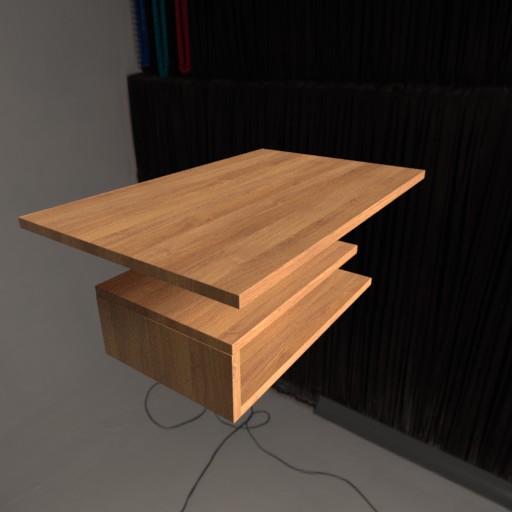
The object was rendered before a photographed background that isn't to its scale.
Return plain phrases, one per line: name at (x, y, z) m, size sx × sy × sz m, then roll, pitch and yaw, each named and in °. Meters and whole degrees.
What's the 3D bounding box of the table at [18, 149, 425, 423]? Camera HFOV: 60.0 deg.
table at (0.000, 0.000, 1.438) m, size 0.700 × 0.442 × 1.100 m, roll 16°, pitch 29°, yaw 31°
